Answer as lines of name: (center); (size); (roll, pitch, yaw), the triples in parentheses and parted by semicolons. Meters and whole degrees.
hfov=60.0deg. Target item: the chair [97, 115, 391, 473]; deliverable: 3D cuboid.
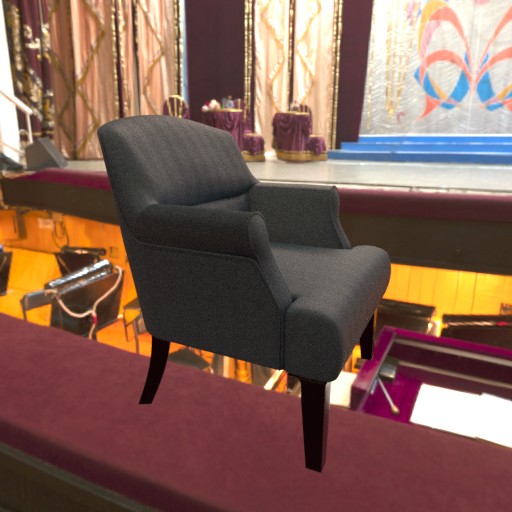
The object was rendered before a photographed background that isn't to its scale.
chair: (0.000, 0.000, 1.423); (0.754, 0.878, 0.770); (7, 16, 24)
